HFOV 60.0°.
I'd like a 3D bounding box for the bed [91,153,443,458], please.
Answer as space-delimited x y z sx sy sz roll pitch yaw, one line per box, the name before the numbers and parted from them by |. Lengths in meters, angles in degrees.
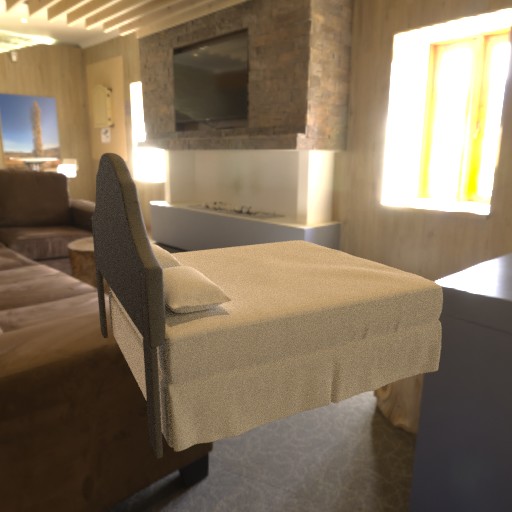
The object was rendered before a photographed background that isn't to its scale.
bed | 0.000 0.000 3.553 2.214 1.615 2.008 -7 15 -26
